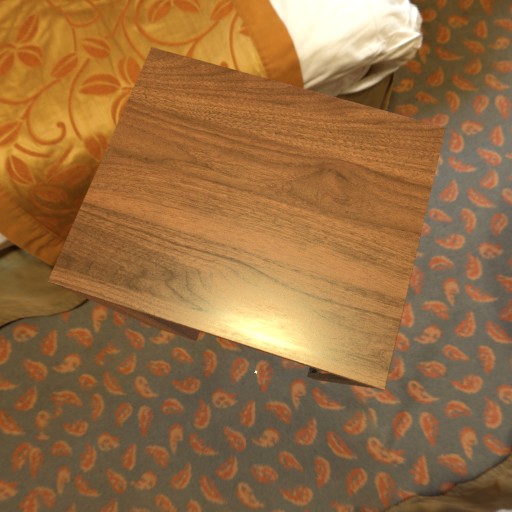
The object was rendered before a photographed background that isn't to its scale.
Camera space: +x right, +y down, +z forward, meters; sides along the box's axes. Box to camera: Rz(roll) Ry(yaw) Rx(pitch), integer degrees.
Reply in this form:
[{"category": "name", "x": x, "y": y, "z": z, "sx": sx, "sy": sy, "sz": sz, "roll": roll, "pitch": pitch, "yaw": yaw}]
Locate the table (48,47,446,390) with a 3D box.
[{"category": "table", "x": 0.000, "y": 0.000, "z": 1.560, "sx": 0.786, "sy": 1.041, "sz": 0.660, "roll": 17, "pitch": 76, "yaw": 4}]
